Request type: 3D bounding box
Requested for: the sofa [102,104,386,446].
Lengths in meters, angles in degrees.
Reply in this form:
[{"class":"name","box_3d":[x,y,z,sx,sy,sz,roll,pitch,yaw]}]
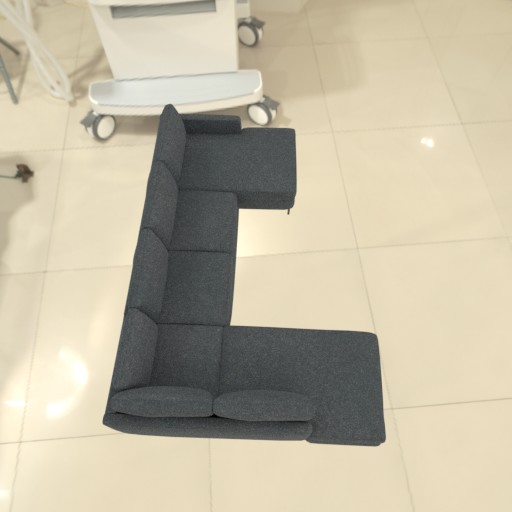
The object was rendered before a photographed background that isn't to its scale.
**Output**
[{"class":"sofa","box_3d":[0.000,0.000,3.852,2.007,0.813,2.956,2,63,1]}]
